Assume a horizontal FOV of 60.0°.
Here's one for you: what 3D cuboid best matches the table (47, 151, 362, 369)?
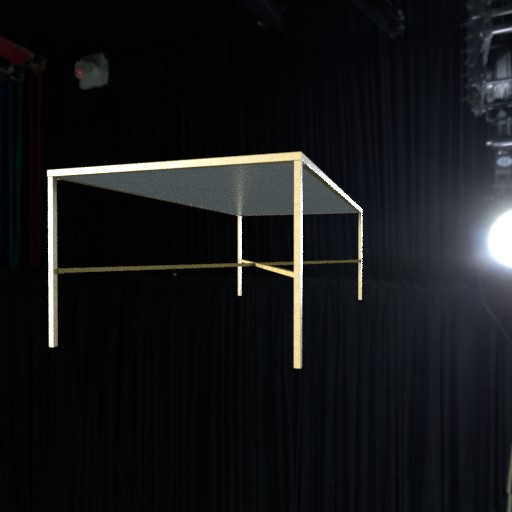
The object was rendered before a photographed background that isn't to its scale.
[{"bbox_3d":[0.000,0.000,1.474,0.580,0.398,1.206,0,1,19],"label":"table"}]
